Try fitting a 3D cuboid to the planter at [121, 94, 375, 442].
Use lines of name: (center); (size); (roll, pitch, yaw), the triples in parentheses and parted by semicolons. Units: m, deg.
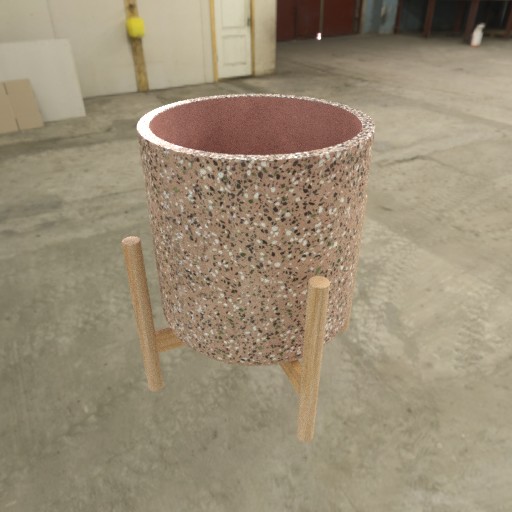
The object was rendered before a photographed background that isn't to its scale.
planter: (0.000, 0.000, 0.688); (0.360, 0.419, 0.360); (-1, 32, -1)
